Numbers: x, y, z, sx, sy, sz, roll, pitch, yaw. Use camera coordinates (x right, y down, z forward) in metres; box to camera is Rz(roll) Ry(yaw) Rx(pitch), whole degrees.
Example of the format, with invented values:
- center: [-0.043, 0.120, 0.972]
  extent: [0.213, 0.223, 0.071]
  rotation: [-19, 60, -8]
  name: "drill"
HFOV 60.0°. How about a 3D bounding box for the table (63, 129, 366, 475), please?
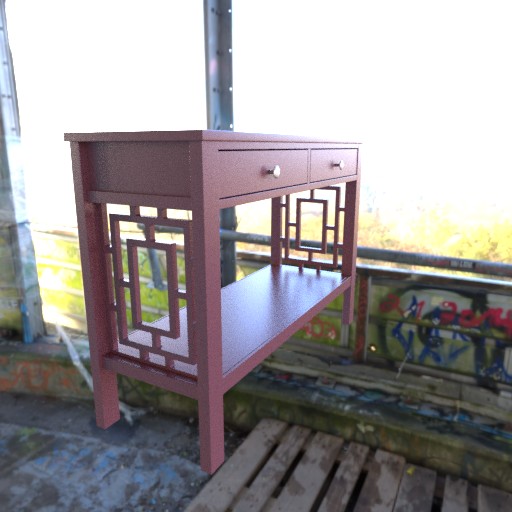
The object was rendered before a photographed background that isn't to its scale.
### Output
- center: [0.000, 0.000, 1.443]
  extent: [0.397, 0.753, 1.068]
  rotation: [8, 16, 28]
  name: "table"
